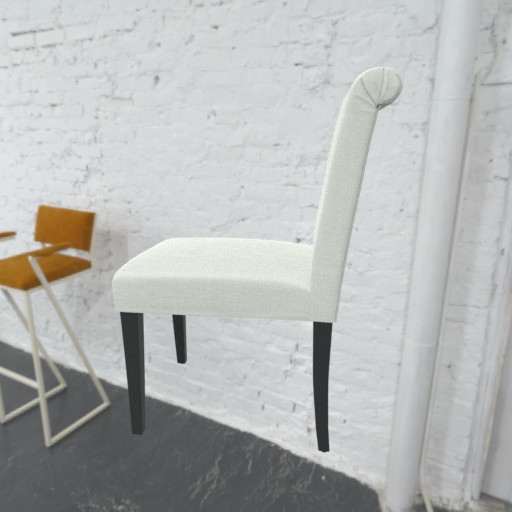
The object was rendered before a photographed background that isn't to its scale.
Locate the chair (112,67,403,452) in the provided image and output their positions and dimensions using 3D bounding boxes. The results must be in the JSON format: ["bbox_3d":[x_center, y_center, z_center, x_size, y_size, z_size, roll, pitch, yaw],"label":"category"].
[{"bbox_3d":[0.000,0.000,1.320,0.708,0.976,0.452,2,15,8],"label":"chair"}]
